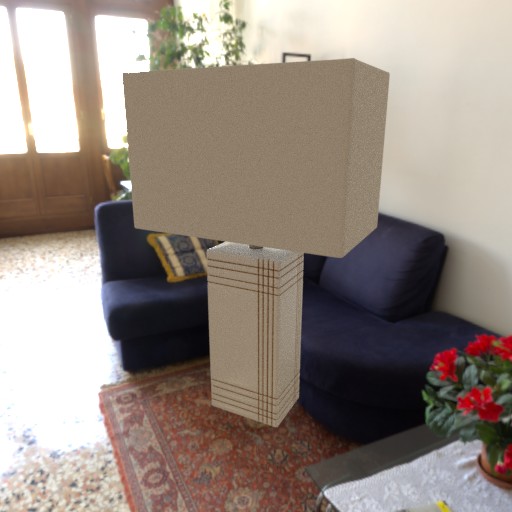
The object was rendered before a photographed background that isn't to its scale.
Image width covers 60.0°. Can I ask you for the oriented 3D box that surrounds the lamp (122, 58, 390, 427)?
[{"bbox_3d":[0.000,0.000,0.705,0.334,0.543,0.182,9,19,27],"label":"lamp"}]
